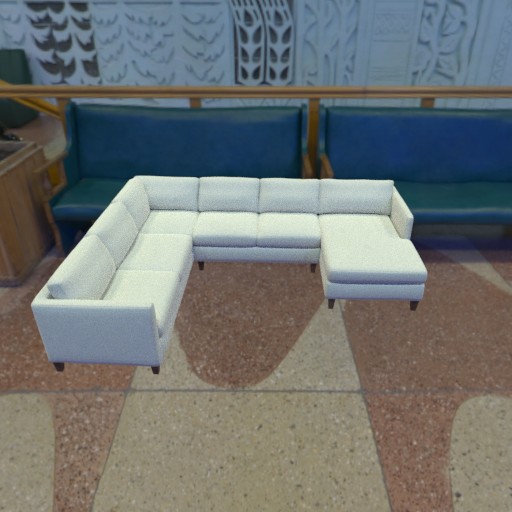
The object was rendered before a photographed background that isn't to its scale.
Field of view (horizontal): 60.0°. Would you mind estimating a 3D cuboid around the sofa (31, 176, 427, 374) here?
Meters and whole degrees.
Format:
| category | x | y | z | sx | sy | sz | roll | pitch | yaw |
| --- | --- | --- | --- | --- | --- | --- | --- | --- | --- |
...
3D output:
| category | x | y | z | sx | sy | sz | roll | pitch | yaw |
| --- | --- | --- | --- | --- | --- | --- | --- | --- | --- |
| sofa | 0.000 | 0.000 | 4.383 | 3.238 | 0.853 | 2.551 | 1 | 30 | 2 |
